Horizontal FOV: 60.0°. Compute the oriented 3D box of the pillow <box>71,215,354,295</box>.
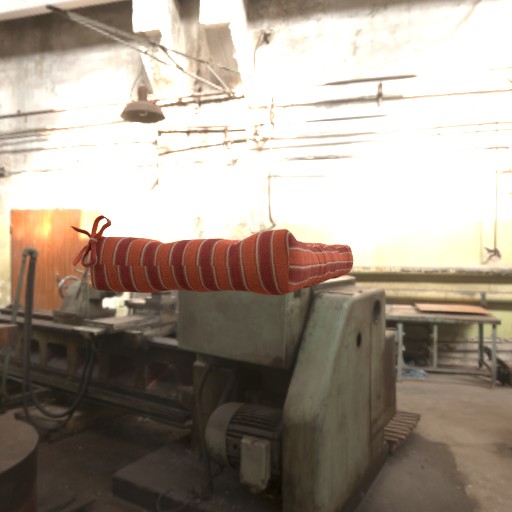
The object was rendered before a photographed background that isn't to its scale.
[{"bbox_3d":[0.000,0.000,1.394,0.511,0.174,1.194,0,0,18],"label":"pillow"}]
